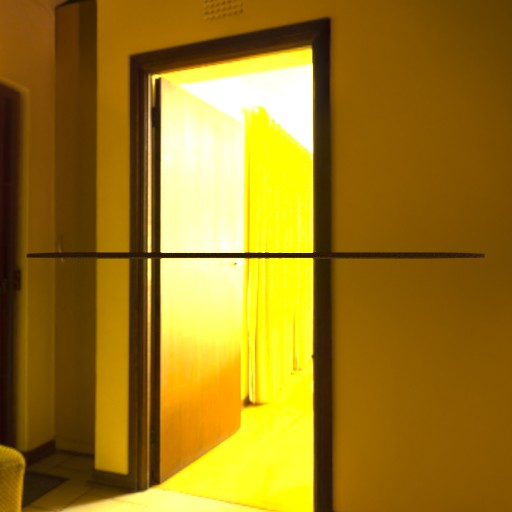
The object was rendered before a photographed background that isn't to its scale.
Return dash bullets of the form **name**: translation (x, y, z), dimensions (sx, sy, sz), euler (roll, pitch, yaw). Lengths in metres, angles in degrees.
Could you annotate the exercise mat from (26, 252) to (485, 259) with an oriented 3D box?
- **exercise mat**: translation (0.000, 0.000, 2.071), dimensions (1.869, 0.021, 0.616), euler (0, -1, -1)
